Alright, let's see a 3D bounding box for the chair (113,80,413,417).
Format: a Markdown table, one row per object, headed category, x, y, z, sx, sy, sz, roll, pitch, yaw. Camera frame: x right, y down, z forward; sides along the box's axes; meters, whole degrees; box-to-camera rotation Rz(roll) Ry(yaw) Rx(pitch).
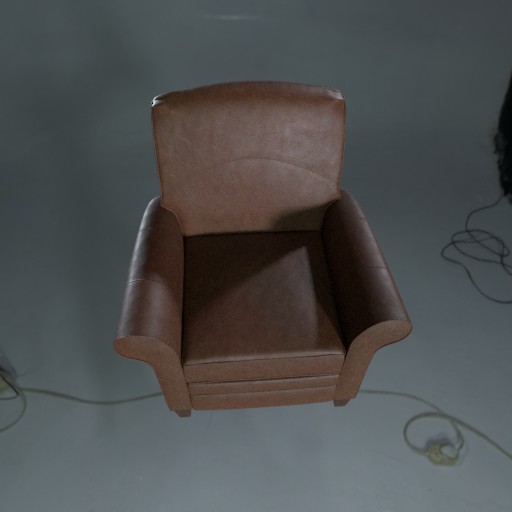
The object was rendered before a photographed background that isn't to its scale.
| category | x | y | z | sx | sy | sz | roll | pitch | yaw |
| --- | --- | --- | --- | --- | --- | --- | --- | --- | --- |
| chair | 0.000 | 0.000 | 1.784 | 0.978 | 1.061 | 0.902 | -3 | 46 | -3 |
